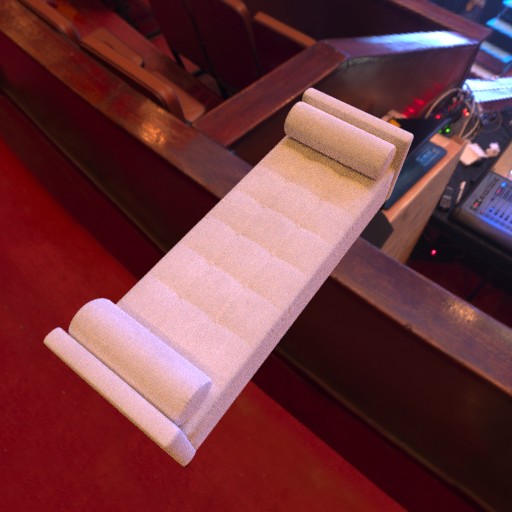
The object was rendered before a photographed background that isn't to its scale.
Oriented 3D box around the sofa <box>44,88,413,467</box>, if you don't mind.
[{"bbox_3d":[0.000,0.000,2.346,0.686,0.635,1.981,32,63,19],"label":"sofa"}]
